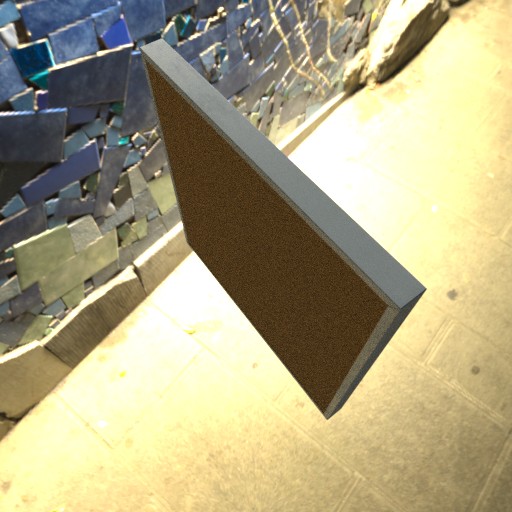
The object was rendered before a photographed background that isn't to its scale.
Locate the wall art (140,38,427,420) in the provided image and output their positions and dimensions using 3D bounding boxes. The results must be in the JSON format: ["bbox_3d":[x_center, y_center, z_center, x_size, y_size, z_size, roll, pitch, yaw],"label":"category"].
[{"bbox_3d":[0.000,0.000,0.747,0.037,0.508,0.508,-32,64,-18],"label":"wall art"}]
